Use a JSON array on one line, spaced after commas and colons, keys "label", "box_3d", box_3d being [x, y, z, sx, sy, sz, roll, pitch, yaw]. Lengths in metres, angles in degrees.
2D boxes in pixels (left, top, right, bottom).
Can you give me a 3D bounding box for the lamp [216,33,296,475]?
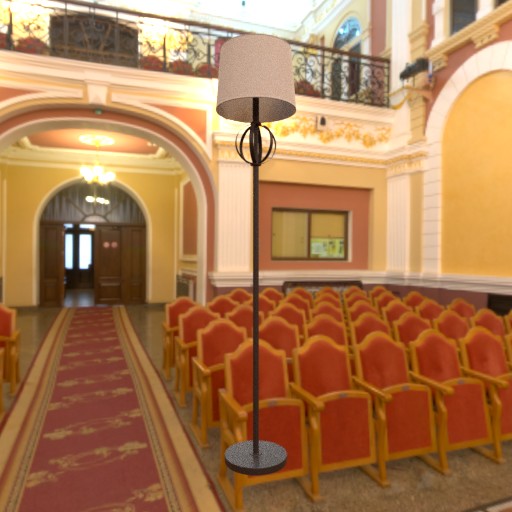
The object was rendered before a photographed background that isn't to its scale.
[{"label": "lamp", "box_3d": [0.000, 0.000, 1.585, 0.286, 1.462, 0.286, 0, 0, -20]}]
